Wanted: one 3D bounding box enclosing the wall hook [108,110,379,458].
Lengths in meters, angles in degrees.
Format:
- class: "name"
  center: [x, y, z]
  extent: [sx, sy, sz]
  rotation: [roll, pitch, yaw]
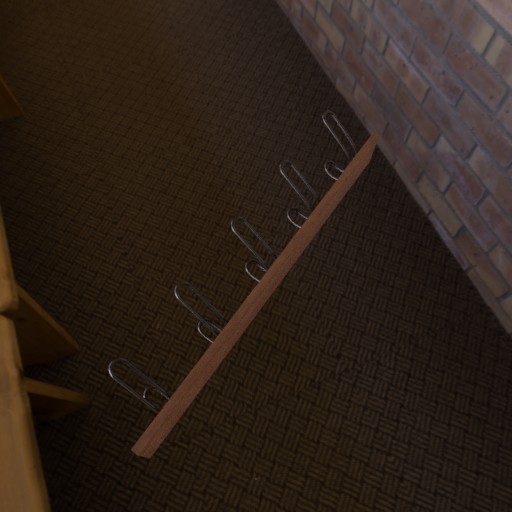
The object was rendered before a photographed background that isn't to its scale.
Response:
- class: "wall hook"
  center: [0.000, 0.000, 0.603]
  extent: [0.076, 0.116, 0.554]
  rotation: [32, 68, 15]
